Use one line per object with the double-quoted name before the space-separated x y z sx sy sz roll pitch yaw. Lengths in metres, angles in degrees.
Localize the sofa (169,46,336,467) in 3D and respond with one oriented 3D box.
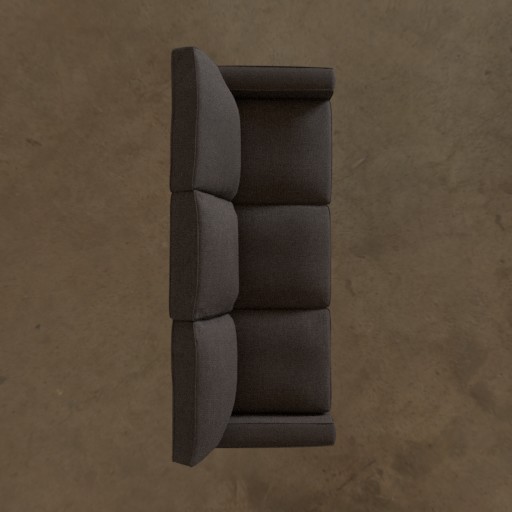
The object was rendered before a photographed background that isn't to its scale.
"sofa" 0.000 0.000 2.837 1.004 0.978 2.369 0 89 -2
